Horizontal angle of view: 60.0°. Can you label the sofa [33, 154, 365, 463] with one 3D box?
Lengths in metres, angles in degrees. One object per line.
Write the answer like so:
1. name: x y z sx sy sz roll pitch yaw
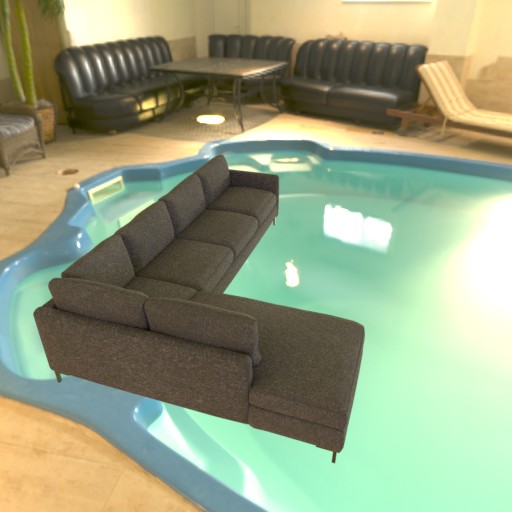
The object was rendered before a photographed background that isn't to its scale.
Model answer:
1. sofa: 0.000 0.000 3.781 2.007 0.815 2.949 10 32 16
